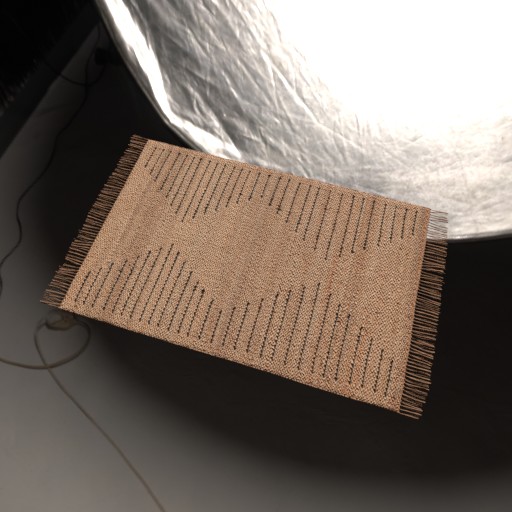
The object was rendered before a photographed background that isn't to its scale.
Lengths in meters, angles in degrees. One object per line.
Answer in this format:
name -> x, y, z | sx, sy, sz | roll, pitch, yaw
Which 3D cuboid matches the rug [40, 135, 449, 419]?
rug -> 0.000, 0.000, 2.517 | 2.085, 0.027, 1.224 | 15, 64, 8
